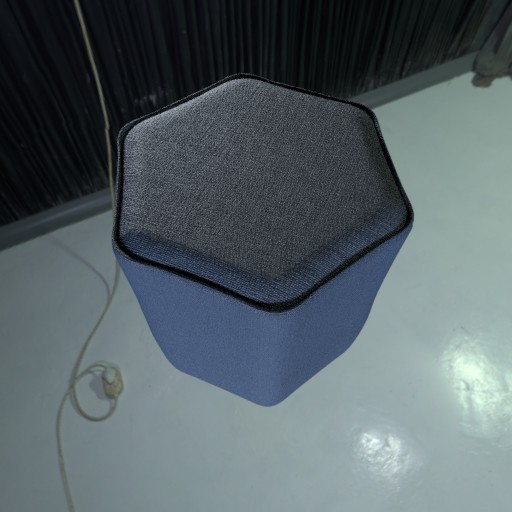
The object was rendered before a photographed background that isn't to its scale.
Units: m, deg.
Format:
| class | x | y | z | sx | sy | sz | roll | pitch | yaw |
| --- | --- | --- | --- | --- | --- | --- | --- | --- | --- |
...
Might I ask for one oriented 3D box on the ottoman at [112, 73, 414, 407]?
| class | x | y | z | sx | sy | sz | roll | pitch | yaw |
| --- | --- | --- | --- | --- | --- | --- | --- | --- | --- |
| ottoman | 0.000 | 0.000 | 0.884 | 0.492 | 0.505 | 0.454 | -29 | 62 | -17 |
